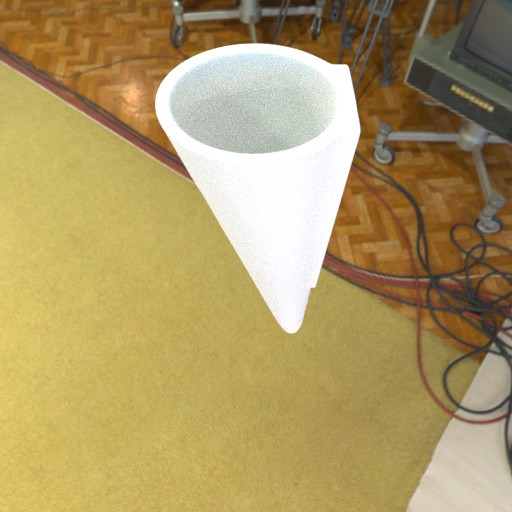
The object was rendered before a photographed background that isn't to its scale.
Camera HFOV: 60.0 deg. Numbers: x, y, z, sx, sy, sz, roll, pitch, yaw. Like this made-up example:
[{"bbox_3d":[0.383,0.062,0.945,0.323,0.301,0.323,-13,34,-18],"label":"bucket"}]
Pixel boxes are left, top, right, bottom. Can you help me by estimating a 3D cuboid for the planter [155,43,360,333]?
[{"bbox_3d":[0.000,0.000,0.223,0.064,0.193,0.057,0,58,0],"label":"planter"}]
